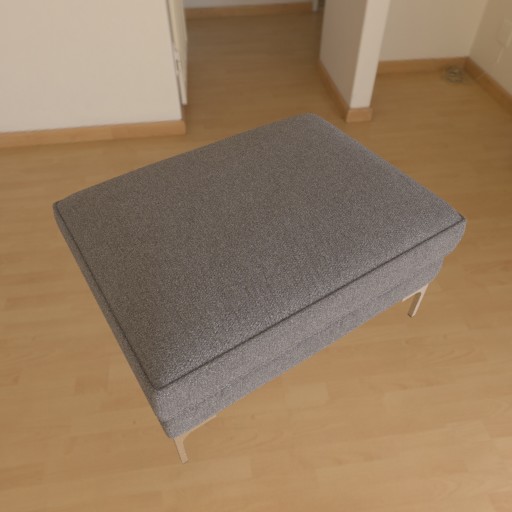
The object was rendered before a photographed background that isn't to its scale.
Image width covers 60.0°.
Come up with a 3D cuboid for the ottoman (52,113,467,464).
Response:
[{"bbox_3d":[0.000,0.000,1.128,0.785,0.464,0.583,-26,52,-22],"label":"ottoman"}]
